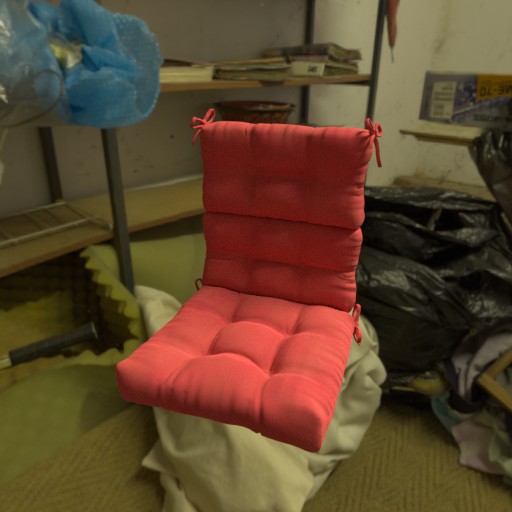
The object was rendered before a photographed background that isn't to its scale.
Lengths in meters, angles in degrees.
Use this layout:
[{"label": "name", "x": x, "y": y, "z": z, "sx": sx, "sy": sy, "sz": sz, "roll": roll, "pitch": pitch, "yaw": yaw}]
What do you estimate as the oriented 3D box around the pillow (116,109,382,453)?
[{"label": "pillow", "x": 0.000, "y": 0.000, "z": 1.060, "sx": 0.519, "sy": 0.605, "sz": 0.571, "roll": 9, "pitch": 26, "yaw": 18}]
